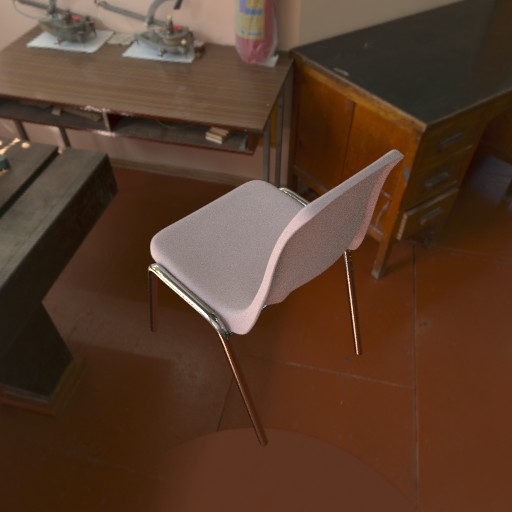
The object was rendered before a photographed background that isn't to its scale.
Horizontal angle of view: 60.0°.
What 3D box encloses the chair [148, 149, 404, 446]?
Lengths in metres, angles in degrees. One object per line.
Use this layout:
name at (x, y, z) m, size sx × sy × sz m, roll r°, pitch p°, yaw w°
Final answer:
chair at (0.000, 0.000, 0.933) m, size 0.381 × 0.653 × 0.436 m, roll -34°, pitch 56°, yaw -27°
